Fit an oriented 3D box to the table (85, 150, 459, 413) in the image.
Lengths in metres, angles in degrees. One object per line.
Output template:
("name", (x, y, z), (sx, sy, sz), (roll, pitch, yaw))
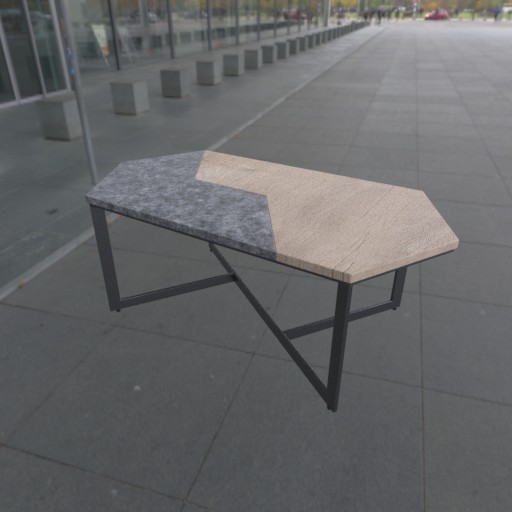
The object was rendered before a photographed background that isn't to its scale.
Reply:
("table", (0.000, 0.000, 1.519), (1.219, 0.457, 0.609), (17, 33, 28))
